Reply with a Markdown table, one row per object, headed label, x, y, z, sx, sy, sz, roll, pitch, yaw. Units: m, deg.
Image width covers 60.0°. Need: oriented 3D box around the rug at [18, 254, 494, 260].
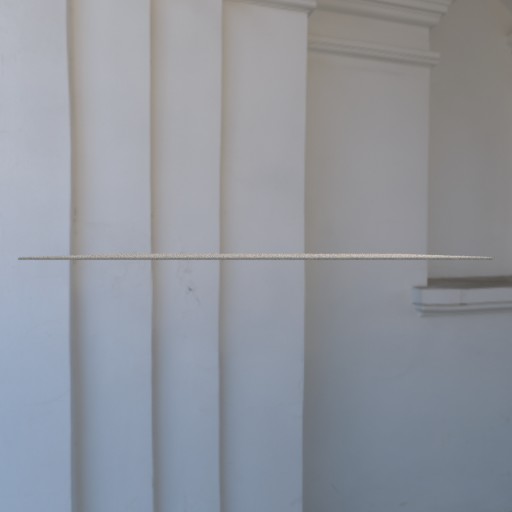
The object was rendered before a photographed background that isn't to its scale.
| label | x | y | z | sx | sy | sz | roll | pitch | yaw |
| --- | --- | --- | --- | --- | --- | --- | --- | --- | --- |
| rug | 0.000 | 0.000 | 2.302 | 1.829 | 0.010 | 1.219 | 0 | 1 | 0 |
